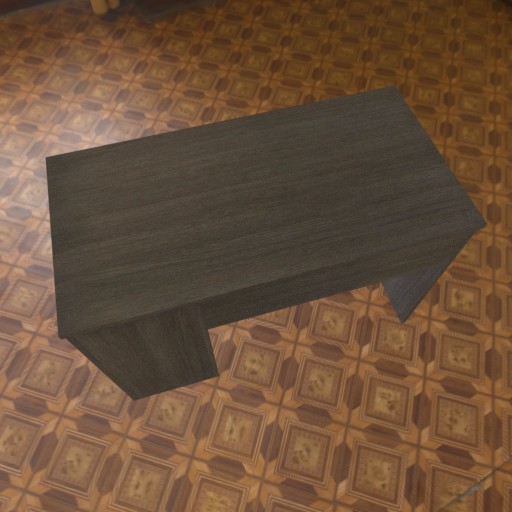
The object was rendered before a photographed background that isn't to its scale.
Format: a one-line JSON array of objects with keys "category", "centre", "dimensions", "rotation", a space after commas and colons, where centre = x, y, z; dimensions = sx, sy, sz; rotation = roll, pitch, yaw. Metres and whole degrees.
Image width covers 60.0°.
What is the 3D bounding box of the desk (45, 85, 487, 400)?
[{"category": "desk", "centre": [0.000, 0.000, 1.527], "dimensions": [1.096, 0.730, 0.560], "rotation": [-14, 61, -8]}]
